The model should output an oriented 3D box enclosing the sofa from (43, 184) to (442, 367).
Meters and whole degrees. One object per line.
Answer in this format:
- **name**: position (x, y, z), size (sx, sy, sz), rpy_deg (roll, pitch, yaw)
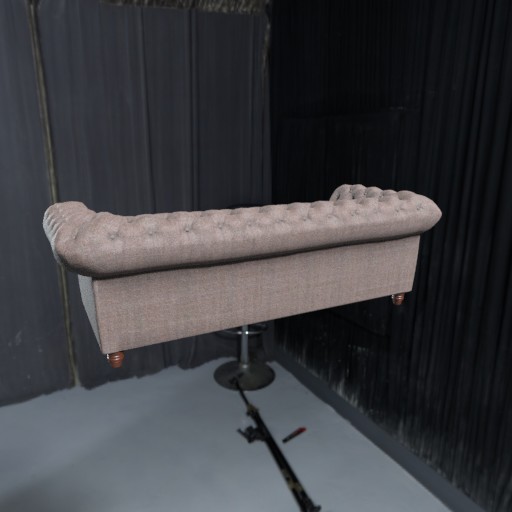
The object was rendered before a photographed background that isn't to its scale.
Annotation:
- **sofa**: position (0.000, 0.000, 2.832), size (2.385, 0.787, 0.944), rpy_deg (-8, 17, -26)
